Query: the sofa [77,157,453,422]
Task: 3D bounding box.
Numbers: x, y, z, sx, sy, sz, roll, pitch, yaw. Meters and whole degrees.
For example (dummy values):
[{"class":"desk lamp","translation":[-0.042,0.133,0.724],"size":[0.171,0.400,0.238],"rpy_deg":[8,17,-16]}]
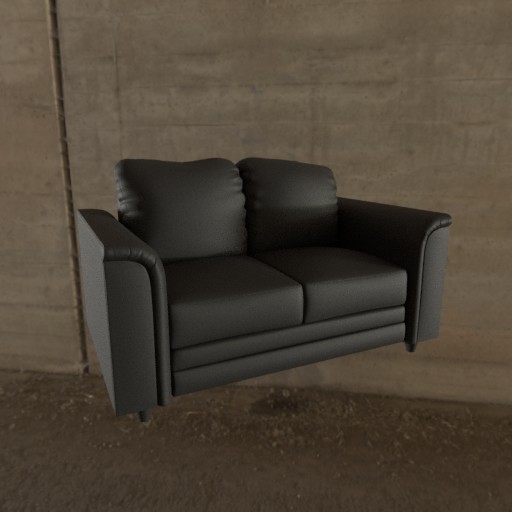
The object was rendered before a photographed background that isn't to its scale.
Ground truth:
[{"class":"sofa","translation":[0.000,0.000,1.961],"size":[1.386,0.845,0.887],"rpy_deg":[-6,15,-25]}]
